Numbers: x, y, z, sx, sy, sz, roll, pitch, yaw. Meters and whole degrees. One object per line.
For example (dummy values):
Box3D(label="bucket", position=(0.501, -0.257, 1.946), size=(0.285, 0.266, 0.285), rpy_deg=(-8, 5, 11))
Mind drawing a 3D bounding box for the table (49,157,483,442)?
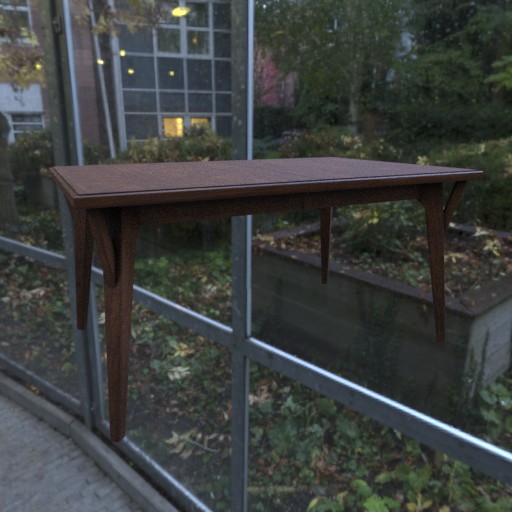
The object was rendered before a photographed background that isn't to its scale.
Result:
Box3D(label="table", position=(0.000, 0.000, 1.951), size=(1.524, 0.761, 0.990), rpy_deg=(-8, 18, -26))
